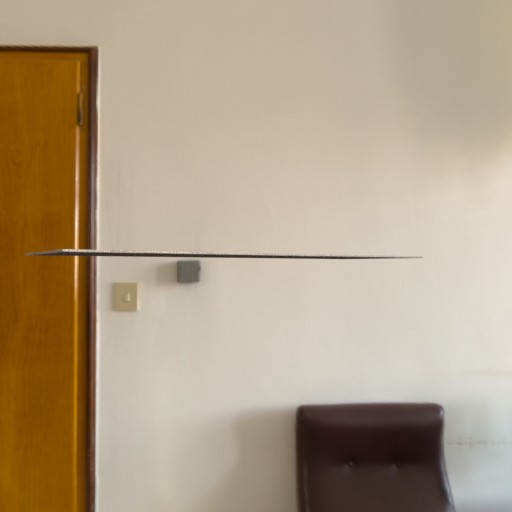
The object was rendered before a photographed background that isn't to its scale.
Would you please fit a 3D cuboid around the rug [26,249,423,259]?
[{"bbox_3d":[0.000,0.000,2.737,2.435,0.011,0.750,1,-2,-37],"label":"rug"}]
